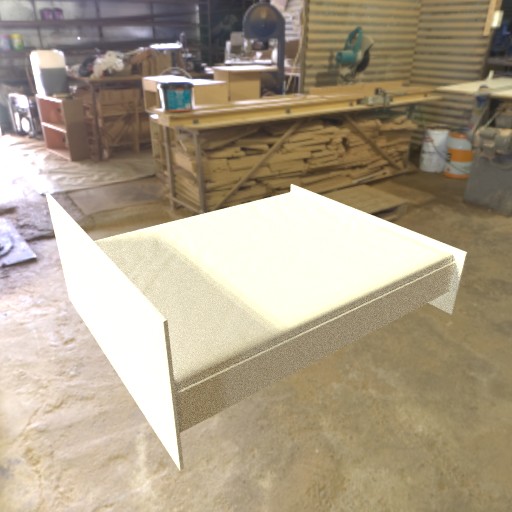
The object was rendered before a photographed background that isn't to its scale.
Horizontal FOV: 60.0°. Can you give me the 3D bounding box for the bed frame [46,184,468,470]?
[{"bbox_3d":[0.000,0.000,2.921,2.060,0.800,1.720,-18,32,-31],"label":"bed frame"}]
